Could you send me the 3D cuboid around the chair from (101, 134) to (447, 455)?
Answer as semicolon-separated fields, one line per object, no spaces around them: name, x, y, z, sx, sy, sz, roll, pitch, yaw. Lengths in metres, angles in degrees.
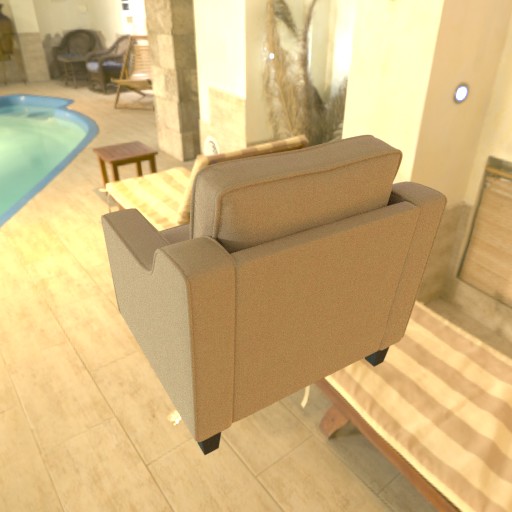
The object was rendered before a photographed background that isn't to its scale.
chair;0.000;0.000;1.685;0.922;0.948;0.882;-17;35;-27
